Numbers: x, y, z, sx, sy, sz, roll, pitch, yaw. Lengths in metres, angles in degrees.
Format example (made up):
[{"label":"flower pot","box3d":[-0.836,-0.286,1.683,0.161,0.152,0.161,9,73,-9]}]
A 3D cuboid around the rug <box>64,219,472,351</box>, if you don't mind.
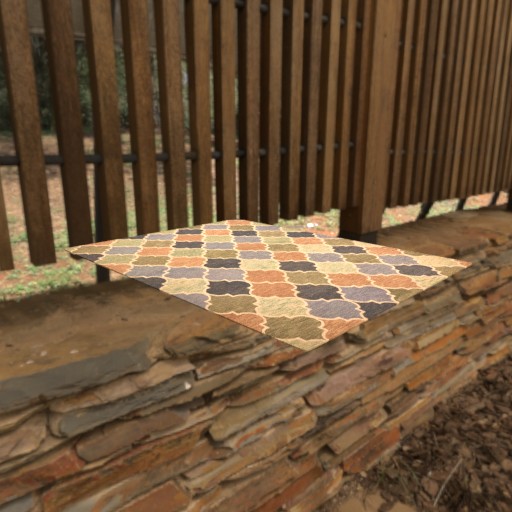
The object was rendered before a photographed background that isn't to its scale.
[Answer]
[{"label":"rug","box3d":[0.000,0.000,4.323,3.200,0.013,2.439,15,21,43]}]
